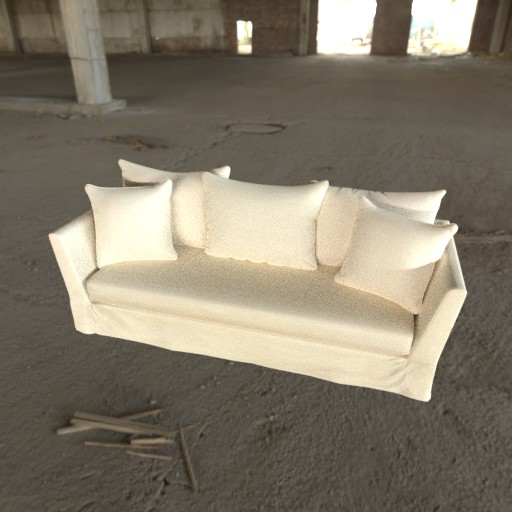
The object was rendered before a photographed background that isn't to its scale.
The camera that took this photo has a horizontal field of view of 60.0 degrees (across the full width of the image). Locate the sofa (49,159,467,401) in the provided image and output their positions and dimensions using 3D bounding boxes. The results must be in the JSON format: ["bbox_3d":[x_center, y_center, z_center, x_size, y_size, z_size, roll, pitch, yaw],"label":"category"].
[{"bbox_3d":[0.000,0.000,3.036,2.484,1.042,1.030,8,28,15],"label":"sofa"}]
